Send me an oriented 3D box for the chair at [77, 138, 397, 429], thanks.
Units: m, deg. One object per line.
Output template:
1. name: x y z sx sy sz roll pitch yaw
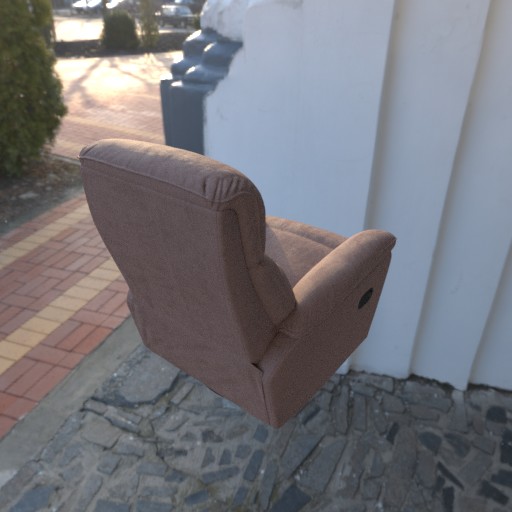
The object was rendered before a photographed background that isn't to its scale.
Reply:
1. chair: 0.000 0.000 1.714 0.820 1.037 1.004 21 36 32
